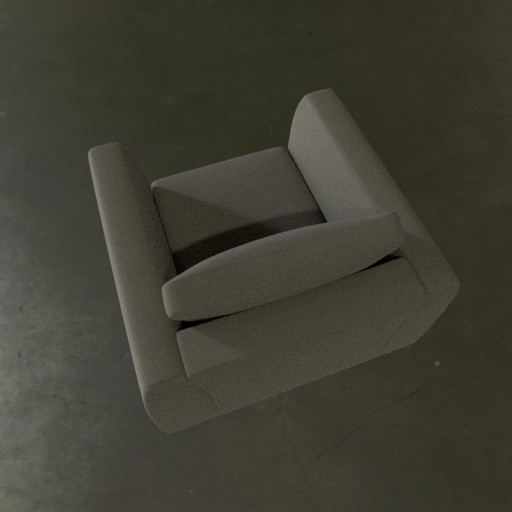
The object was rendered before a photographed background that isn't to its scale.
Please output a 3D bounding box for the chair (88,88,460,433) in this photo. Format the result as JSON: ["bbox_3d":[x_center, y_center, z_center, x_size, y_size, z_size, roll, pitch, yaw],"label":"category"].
[{"bbox_3d":[0.000,0.000,1.661,1.000,0.860,0.930,-17,62,-10],"label":"chair"}]
